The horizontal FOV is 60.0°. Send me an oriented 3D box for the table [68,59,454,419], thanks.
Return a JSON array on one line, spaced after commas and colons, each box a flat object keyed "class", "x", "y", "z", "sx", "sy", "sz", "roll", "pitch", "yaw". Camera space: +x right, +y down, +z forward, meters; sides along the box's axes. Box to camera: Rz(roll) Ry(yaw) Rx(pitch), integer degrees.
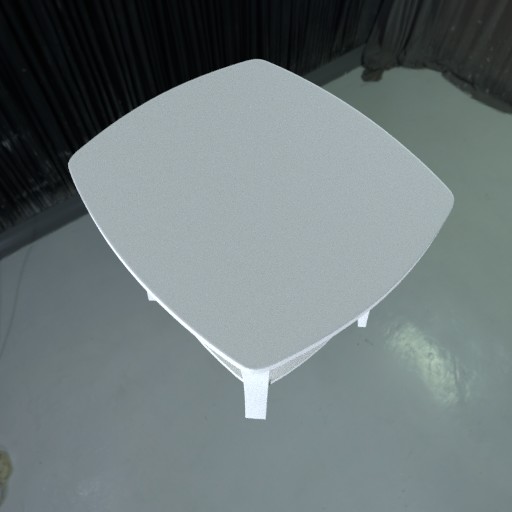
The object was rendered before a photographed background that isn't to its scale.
[{"class": "table", "x": 0.000, "y": 0.000, "z": 0.843, "sx": 0.451, "sy": 0.438, "sz": 0.502, "roll": -37, "pitch": 65, "yaw": -20}]
